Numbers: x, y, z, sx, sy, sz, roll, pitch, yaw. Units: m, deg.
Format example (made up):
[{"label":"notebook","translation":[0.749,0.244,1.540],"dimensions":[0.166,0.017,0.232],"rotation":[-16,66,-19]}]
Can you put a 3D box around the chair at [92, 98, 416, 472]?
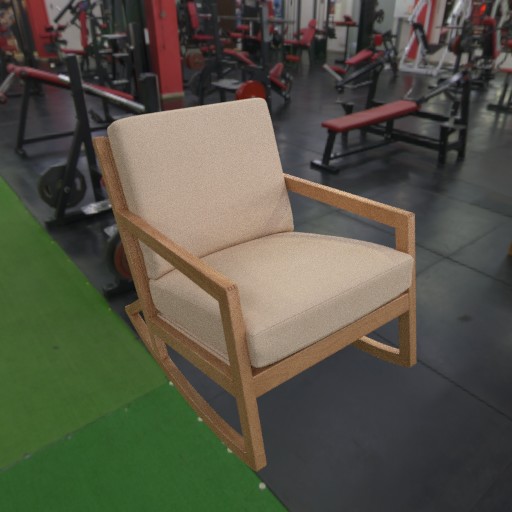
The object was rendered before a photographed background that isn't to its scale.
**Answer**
[{"label":"chair","translation":[0.000,0.000,1.381],"dimensions":[0.622,0.790,0.857],"rotation":[-21,36,-31]}]
